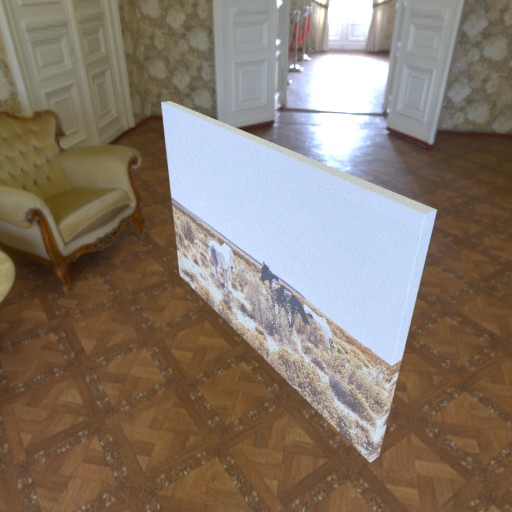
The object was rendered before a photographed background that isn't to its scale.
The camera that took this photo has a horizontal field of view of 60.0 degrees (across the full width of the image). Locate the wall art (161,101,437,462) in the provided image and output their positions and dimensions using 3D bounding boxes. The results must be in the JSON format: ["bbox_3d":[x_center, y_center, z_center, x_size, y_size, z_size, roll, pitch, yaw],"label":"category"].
[{"bbox_3d":[0.000,0.000,1.910,0.051,1.016,1.520,-20,37,-30],"label":"wall art"}]
